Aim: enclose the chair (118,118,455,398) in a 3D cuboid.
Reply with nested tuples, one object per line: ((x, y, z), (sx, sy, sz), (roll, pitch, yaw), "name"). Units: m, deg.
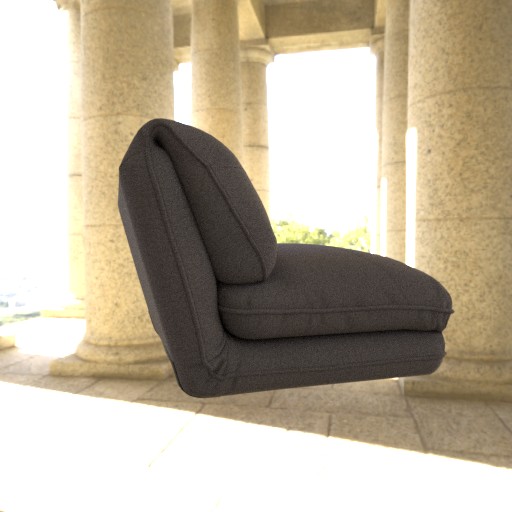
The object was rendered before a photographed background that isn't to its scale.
((0.000, 0.000, 1.318), (0.780, 0.580, 0.820), (0, 2, -17), "chair")
